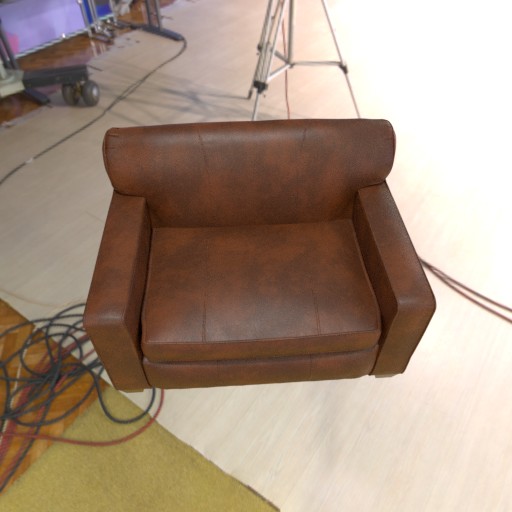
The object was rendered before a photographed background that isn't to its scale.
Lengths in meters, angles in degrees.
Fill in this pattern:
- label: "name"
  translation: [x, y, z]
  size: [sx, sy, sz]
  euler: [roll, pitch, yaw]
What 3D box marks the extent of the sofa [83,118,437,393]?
- label: "sofa"
  translation: [0.000, 0.000, 2.118]
  size: [1.413, 0.956, 1.000]
  euler: [-3, 47, -2]
